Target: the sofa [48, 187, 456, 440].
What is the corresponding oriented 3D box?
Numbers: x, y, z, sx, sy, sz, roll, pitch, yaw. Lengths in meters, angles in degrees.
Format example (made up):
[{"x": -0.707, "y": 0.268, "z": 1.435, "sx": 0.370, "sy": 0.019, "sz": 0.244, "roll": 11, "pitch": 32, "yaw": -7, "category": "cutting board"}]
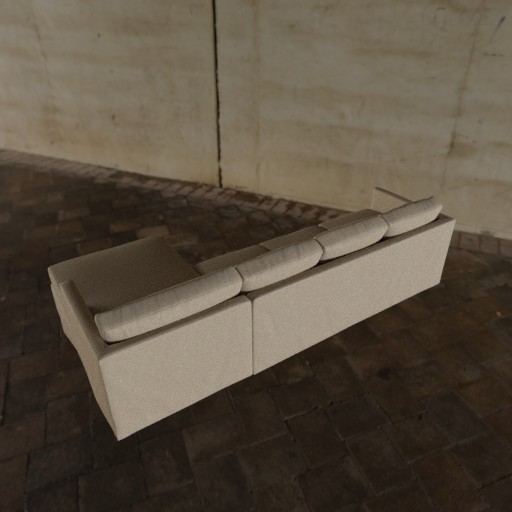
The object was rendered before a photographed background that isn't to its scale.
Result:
[{"x": 0.000, "y": 0.000, "z": 3.868, "sx": 3.206, "sy": 0.871, "sz": 1.622, "roll": -19, "pitch": 36, "yaw": -28, "category": "sofa"}]
